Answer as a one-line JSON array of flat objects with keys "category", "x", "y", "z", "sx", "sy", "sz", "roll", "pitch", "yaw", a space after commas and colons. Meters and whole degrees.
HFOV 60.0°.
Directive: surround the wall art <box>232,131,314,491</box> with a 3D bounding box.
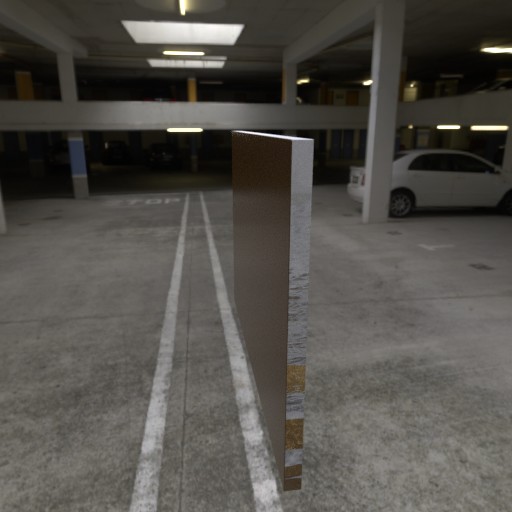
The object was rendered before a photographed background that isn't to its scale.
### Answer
[{"category": "wall art", "x": 0.000, "y": 0.000, "z": 1.429, "sx": 0.041, "sy": 0.762, "sz": 1.145, "roll": -2, "pitch": 17, "yaw": -8}]
